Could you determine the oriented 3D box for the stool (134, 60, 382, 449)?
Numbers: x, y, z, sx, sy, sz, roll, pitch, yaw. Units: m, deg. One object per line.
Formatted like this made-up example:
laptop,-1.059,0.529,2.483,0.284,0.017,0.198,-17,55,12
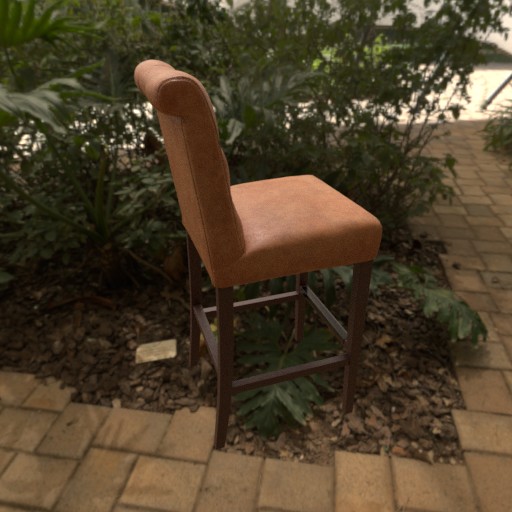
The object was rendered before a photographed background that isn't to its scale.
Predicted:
stool,0.000,0.000,1.421,0.601,1.140,0.493,-9,29,-17
